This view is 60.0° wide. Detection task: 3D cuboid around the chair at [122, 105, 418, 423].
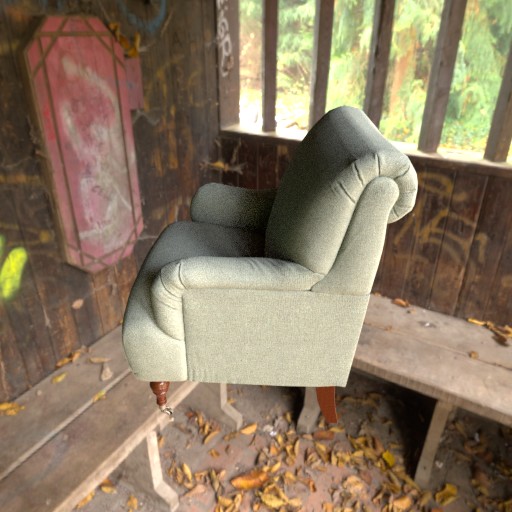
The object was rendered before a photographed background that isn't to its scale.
[{"bbox_3d":[0.000,0.000,2.000,1.060,1.178,0.964,1,28,2],"label":"chair"}]
